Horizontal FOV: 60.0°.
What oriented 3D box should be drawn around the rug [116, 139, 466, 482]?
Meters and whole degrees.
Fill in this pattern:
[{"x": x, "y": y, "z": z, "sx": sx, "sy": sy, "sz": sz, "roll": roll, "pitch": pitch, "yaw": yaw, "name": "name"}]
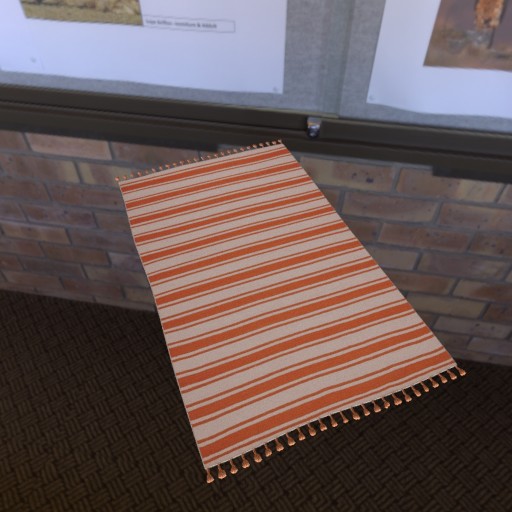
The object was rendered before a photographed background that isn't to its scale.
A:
[{"x": 0.000, "y": 0.000, "z": 2.513, "sx": 1.232, "sy": 0.017, "sz": 2.092, "roll": -16, "pitch": 49, "yaw": -15, "name": "rug"}]
